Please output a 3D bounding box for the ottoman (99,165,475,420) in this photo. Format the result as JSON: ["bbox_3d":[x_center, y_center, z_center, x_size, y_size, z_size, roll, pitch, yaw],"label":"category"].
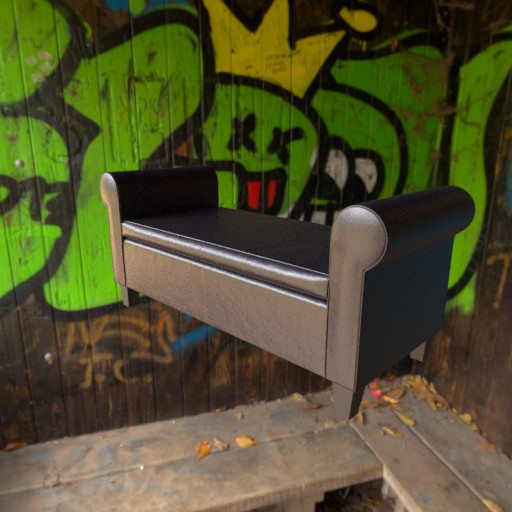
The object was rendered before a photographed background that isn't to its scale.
[{"bbox_3d":[0.000,0.000,1.565,1.256,0.547,0.521,15,22,42],"label":"ottoman"}]
